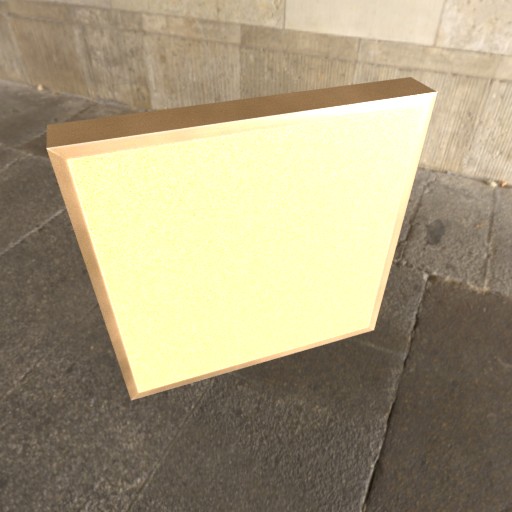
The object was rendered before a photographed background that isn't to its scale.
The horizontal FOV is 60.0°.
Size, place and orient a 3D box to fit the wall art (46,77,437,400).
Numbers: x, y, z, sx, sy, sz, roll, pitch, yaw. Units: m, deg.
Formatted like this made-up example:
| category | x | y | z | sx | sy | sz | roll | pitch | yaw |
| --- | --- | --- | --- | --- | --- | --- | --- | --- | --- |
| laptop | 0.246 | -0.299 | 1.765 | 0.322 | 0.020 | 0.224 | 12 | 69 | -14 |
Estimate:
| category | x | y | z | sx | sy | sz | roll | pitch | yaw |
| --- | --- | --- | --- | --- | --- | --- | --- | --- | --- |
| wall art | 0.000 | 0.000 | 0.441 | 0.305 | 0.303 | 0.038 | -13 | 42 | -14 |
